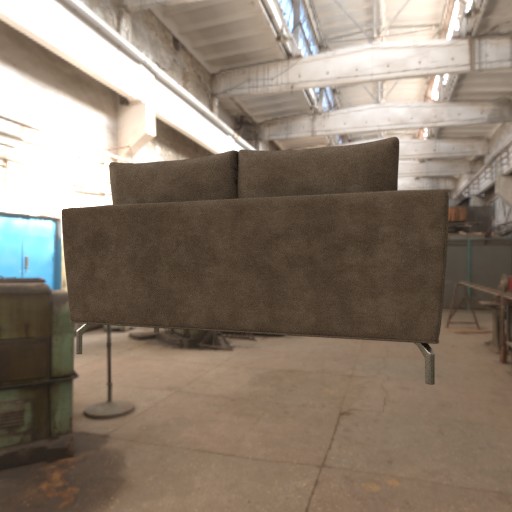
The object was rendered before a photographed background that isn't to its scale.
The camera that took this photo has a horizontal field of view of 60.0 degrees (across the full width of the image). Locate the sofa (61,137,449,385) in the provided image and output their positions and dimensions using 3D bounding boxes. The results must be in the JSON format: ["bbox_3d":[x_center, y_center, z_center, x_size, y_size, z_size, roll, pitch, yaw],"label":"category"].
[{"bbox_3d":[0.000,0.000,2.345,1.832,1.013,0.855,0,-1,19],"label":"sofa"}]
